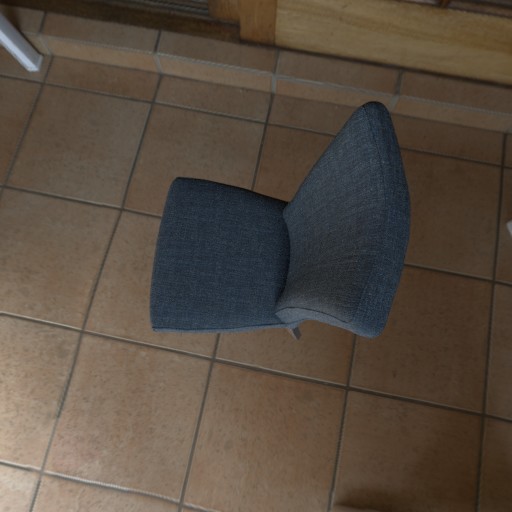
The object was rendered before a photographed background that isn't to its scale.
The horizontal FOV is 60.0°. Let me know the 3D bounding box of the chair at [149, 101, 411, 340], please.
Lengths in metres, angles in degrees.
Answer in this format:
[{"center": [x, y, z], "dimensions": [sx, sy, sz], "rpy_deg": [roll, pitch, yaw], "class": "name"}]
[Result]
[{"center": [0.000, 0.000, 1.388], "dimensions": [0.660, 0.991, 0.520], "rpy_deg": [5, 76, 1], "class": "chair"}]
